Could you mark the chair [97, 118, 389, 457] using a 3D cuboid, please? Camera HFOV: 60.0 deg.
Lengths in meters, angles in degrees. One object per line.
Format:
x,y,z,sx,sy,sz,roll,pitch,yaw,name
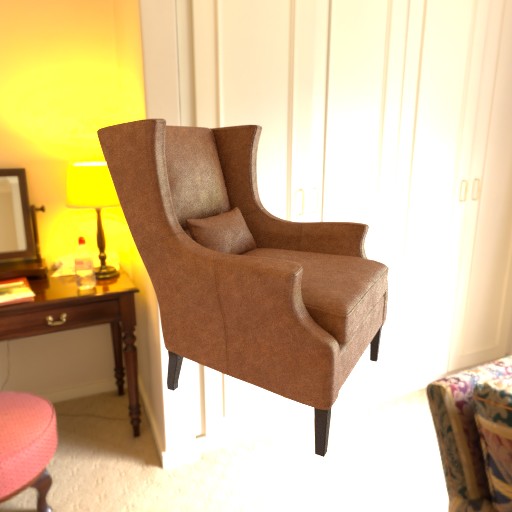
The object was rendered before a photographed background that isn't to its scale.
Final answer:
0.000,0.000,1.744,0.926,1.016,0.853,8,16,27,chair
